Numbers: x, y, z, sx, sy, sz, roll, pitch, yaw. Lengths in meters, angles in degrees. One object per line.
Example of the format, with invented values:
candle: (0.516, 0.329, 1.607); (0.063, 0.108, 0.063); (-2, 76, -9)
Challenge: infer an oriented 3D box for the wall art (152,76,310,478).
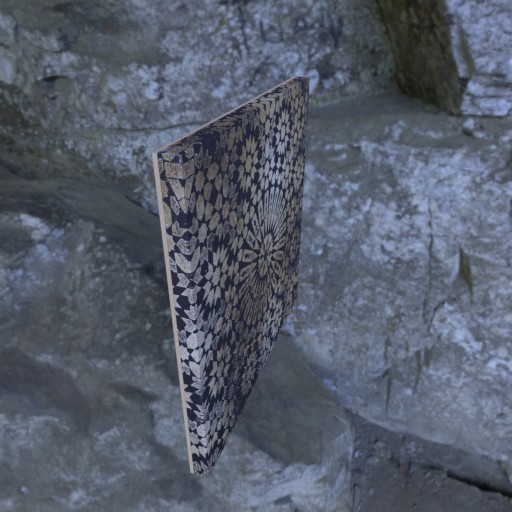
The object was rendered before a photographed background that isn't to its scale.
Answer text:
wall art: (0.000, 0.000, 0.917); (0.038, 0.612, 0.612); (10, 32, 17)
